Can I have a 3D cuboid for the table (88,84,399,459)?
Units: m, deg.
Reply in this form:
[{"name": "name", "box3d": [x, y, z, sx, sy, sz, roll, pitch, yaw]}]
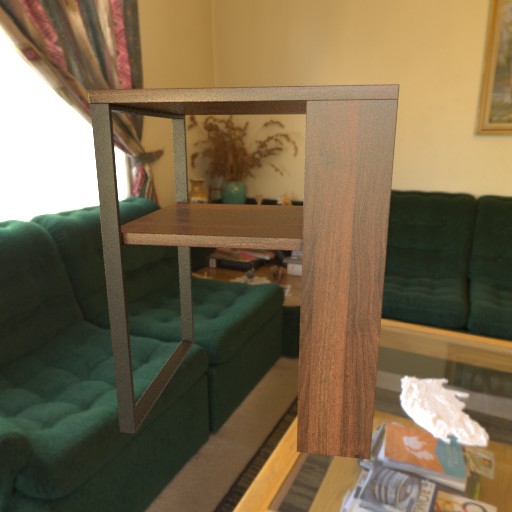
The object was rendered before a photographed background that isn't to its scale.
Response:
[{"name": "table", "box3d": [0.000, 0.000, 1.548, 0.786, 1.041, 0.660, 2, 15, 9]}]
